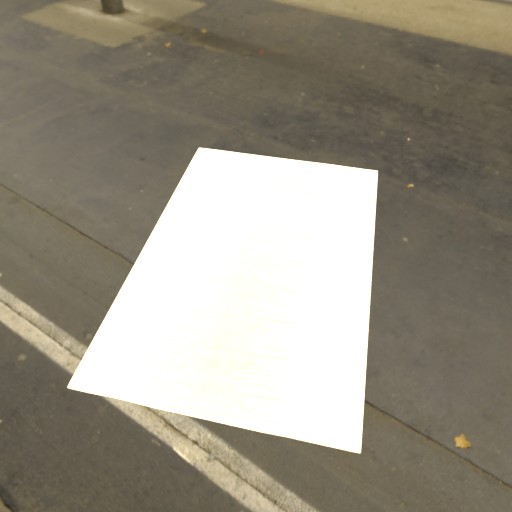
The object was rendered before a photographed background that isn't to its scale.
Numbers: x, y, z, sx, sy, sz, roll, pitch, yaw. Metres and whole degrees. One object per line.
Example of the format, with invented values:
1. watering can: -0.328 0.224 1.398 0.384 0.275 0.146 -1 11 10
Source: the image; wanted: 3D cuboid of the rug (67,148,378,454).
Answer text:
1. rug: 0.000 0.000 2.398 1.234 0.006 1.850 9 48 9
